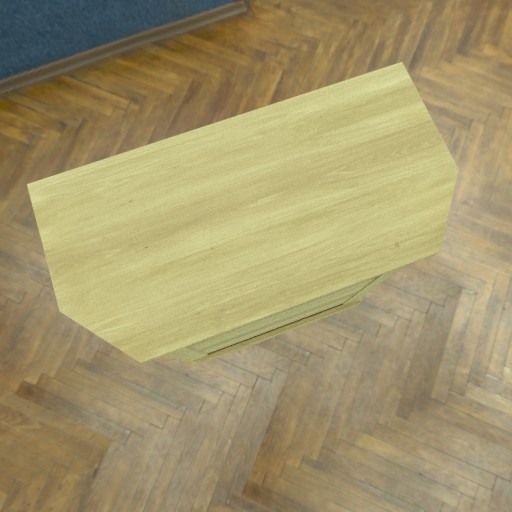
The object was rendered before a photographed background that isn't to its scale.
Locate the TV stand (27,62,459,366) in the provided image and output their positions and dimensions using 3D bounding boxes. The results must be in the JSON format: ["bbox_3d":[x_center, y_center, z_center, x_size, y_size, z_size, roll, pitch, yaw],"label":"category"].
[{"bbox_3d":[0.000,0.000,1.279,0.851,0.781,0.425,-20,76,-5],"label":"TV stand"}]
